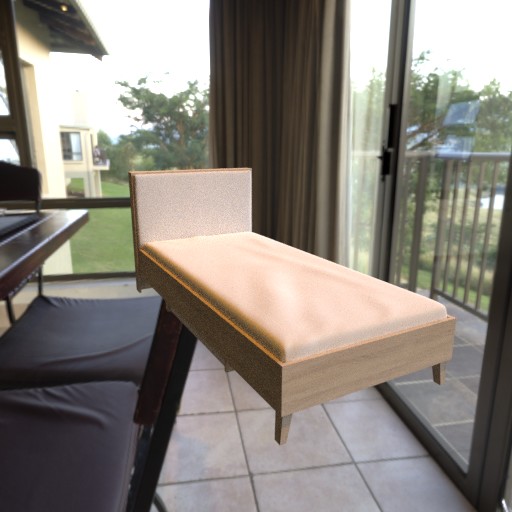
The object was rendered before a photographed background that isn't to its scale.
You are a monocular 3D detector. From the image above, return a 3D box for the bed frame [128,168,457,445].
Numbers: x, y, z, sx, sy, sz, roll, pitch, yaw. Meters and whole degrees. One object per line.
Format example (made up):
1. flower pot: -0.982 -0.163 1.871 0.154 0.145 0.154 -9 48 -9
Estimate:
1. bed frame: 0.000 0.000 2.720 0.990 0.920 2.140 -8 17 -28
